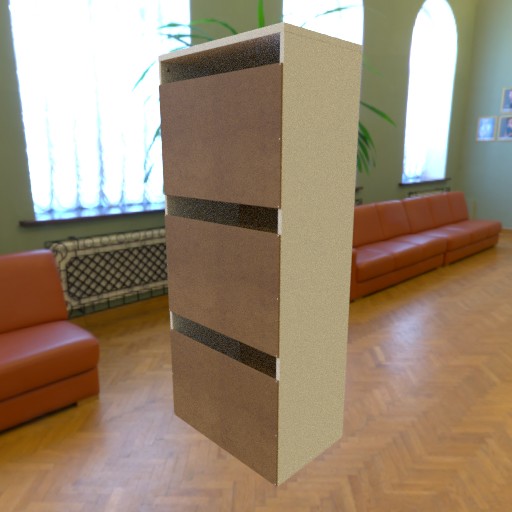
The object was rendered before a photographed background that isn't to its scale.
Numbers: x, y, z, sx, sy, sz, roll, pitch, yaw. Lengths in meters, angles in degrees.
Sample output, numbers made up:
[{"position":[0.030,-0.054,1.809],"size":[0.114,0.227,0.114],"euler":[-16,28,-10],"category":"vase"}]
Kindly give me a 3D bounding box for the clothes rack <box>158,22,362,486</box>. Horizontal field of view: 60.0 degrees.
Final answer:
[{"position":[0.000,0.000,1.385],"size":[0.331,1.187,0.500],"euler":[-13,19,-43],"category":"clothes rack"}]
